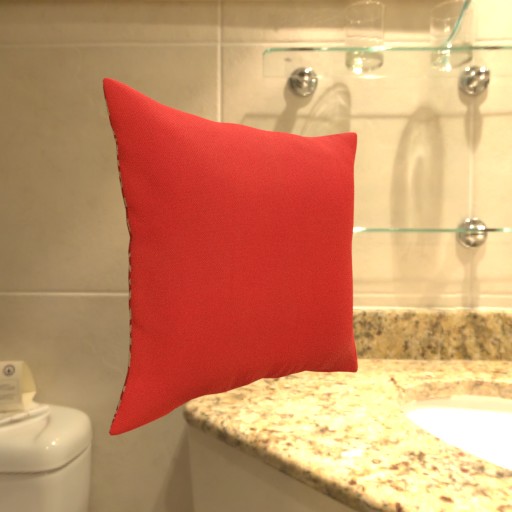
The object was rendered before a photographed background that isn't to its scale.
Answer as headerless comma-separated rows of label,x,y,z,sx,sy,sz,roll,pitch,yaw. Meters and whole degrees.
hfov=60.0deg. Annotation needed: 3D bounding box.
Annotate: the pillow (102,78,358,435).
pillow,0.000,0.000,0.775,0.522,0.507,0.192,-1,2,-35
